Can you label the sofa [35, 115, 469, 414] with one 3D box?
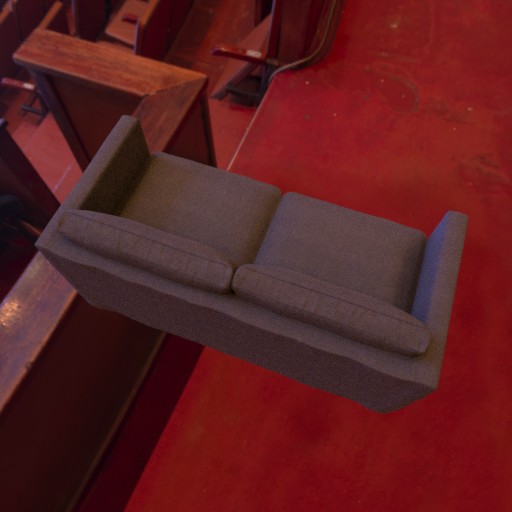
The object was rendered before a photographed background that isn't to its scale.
[{"bbox_3d":[0.000,0.000,2.434,1.982,0.855,0.953,18,64,9],"label":"sofa"}]
